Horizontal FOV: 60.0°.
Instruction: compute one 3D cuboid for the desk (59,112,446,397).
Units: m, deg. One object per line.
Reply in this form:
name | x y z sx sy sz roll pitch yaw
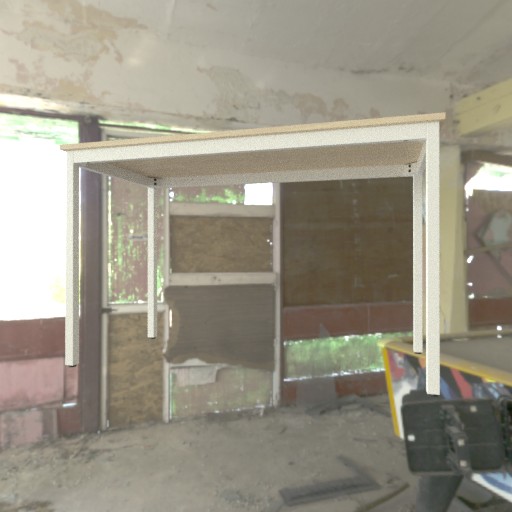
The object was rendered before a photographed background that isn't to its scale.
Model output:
desk | 0.000 0.000 1.606 1.200 0.750 0.600 0 0 16
